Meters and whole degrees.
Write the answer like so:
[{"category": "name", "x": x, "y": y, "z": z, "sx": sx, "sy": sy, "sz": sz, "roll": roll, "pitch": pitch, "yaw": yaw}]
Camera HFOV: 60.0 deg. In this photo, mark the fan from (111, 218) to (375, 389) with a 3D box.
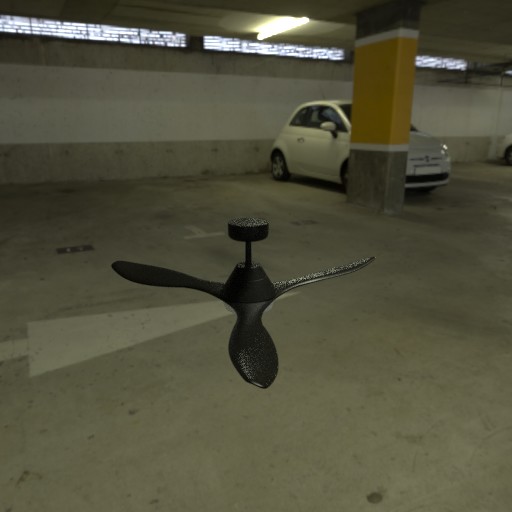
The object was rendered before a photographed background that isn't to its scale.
[{"category": "fan", "x": 0.000, "y": 0.000, "z": 1.652, "sx": 1.067, "sy": 0.305, "sz": 1.067, "roll": 15, "pitch": 22, "yaw": 42}]
